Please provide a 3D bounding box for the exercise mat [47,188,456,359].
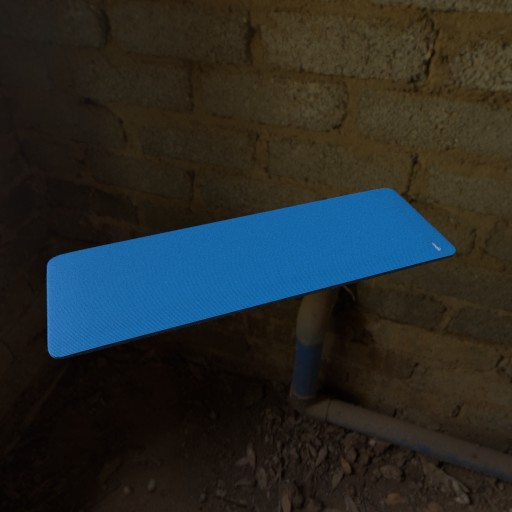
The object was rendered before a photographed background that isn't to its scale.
[{"bbox_3d":[0.000,0.000,2.103,1.869,0.021,0.616,-13,43,-14],"label":"exercise mat"}]
